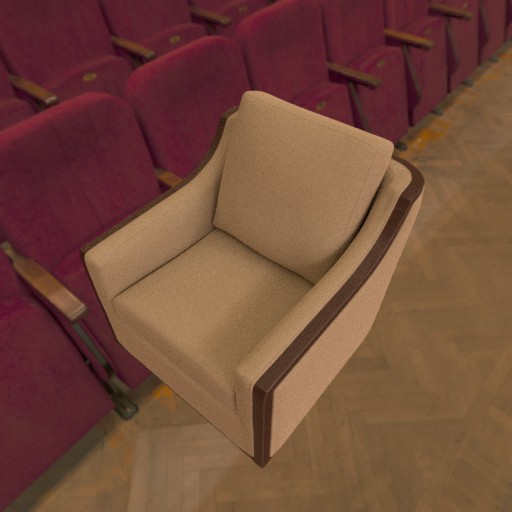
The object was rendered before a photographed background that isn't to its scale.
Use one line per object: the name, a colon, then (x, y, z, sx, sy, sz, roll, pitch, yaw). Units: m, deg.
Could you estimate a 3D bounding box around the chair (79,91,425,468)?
chair: (0.000, 0.000, 1.681, 0.870, 0.930, 0.950, 31, 54, 26)
